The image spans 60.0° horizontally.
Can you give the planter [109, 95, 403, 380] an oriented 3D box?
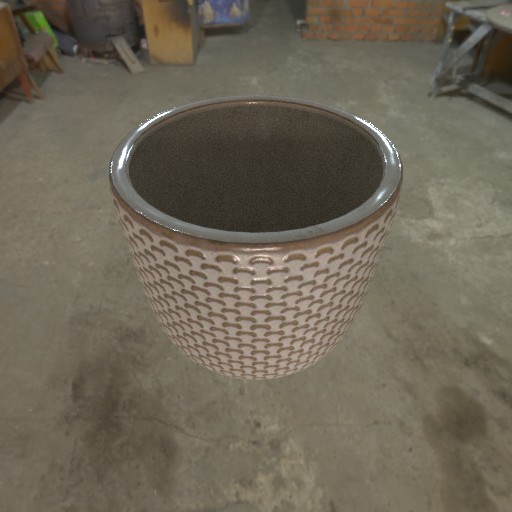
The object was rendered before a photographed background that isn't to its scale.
[{"bbox_3d":[0.000,0.000,0.363,0.197,0.191,0.197,0,42,0],"label":"planter"}]
